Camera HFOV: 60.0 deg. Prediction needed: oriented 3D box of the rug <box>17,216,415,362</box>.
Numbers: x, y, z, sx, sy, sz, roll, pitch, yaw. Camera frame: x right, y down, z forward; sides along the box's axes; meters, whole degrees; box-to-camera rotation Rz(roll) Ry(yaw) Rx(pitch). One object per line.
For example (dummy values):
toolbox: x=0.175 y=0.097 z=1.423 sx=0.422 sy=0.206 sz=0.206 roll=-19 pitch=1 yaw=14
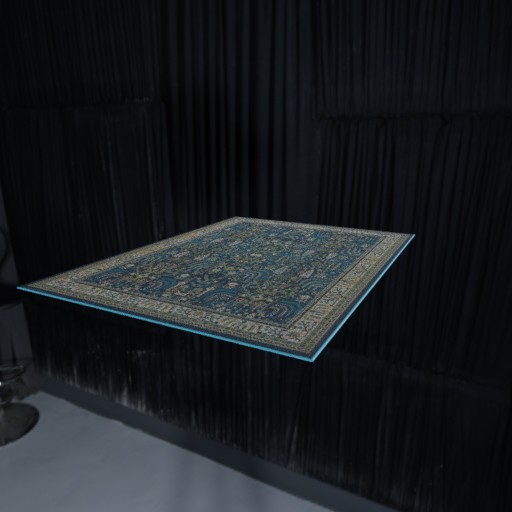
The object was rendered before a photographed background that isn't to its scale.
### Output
rug: x=0.000 y=0.000 z=3.933 sx=2.226 sy=0.015 sz=3.044 roll=8 pitch=18 yaw=27
